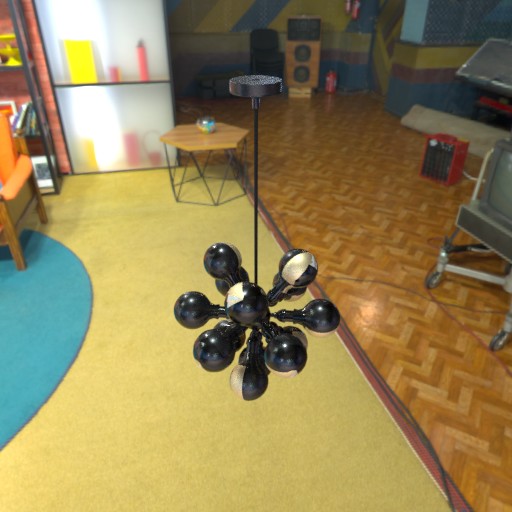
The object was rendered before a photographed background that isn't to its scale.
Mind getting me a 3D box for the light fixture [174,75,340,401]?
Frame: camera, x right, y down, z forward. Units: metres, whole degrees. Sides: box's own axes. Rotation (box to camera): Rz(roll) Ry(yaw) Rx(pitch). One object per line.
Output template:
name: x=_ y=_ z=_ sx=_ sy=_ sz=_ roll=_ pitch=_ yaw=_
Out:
light fixture: x=0.000 y=0.000 z=1.146 sx=0.420 sy=0.859 sz=0.468 roll=21 pitch=37 yaw=30
